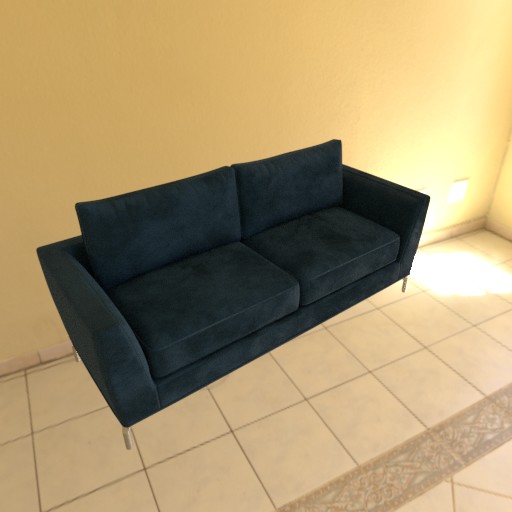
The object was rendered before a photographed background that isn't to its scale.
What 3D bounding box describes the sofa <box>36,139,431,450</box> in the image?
[{"bbox_3d":[0.000,0.000,2.679,2.212,0.998,0.853,-21,37,-31],"label":"sofa"}]
